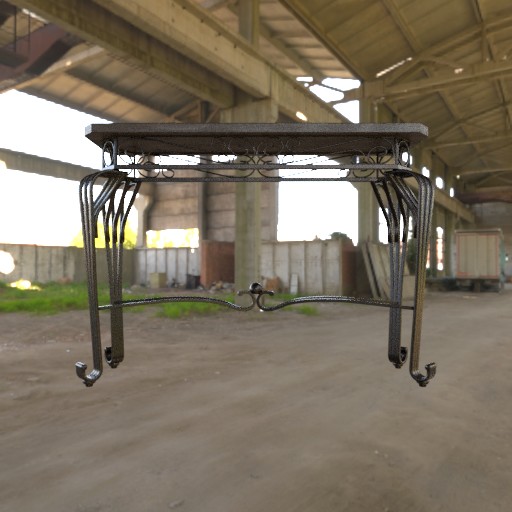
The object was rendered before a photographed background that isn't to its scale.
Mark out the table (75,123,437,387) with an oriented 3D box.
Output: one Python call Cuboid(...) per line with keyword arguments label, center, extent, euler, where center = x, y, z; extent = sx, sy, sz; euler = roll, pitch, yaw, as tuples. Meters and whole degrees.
Cuboid(label="table", center=(0.000, 0.000, 1.479), extent=(1.112, 0.800, 0.329), euler=(0, -1, 0))
